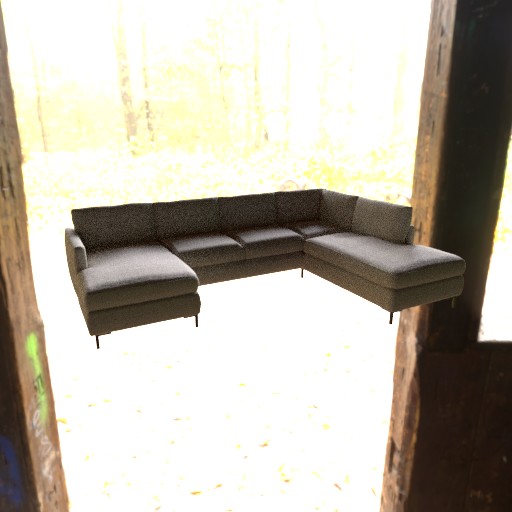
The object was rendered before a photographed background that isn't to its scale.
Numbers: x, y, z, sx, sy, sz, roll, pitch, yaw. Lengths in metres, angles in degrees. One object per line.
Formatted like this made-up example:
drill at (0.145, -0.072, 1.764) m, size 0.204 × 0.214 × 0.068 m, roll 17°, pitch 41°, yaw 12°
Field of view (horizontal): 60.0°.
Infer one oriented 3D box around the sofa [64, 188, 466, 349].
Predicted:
sofa at (0.000, 0.000, 3.603) m, size 2.737 × 0.756 × 1.879 m, roll -9°, pitch 19°, yaw -27°
